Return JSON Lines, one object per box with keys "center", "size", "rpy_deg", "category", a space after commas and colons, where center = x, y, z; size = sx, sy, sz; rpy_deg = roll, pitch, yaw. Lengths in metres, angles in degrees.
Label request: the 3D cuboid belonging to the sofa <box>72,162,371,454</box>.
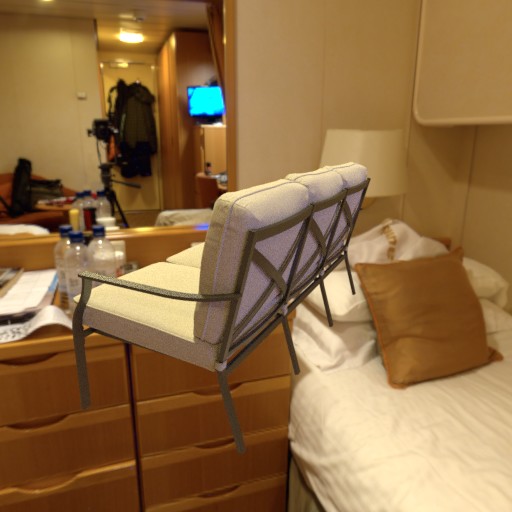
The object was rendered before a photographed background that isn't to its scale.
{"center": [0.000, 0.000, 2.208], "size": [0.787, 0.860, 1.740], "rpy_deg": [7, 17, 24], "category": "sofa"}
